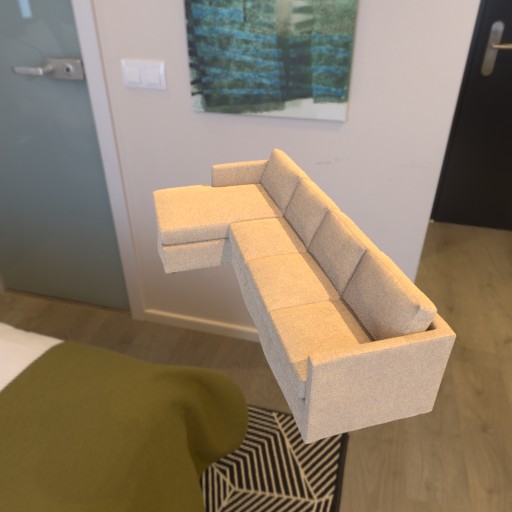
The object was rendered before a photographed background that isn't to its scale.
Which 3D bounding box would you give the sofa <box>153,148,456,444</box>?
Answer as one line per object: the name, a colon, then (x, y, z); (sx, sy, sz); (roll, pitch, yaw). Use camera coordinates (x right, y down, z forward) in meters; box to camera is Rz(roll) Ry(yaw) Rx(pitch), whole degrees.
sofa: (0.000, 0.000, 3.902); (1.638, 0.920, 3.198); (-8, 33, -13)
